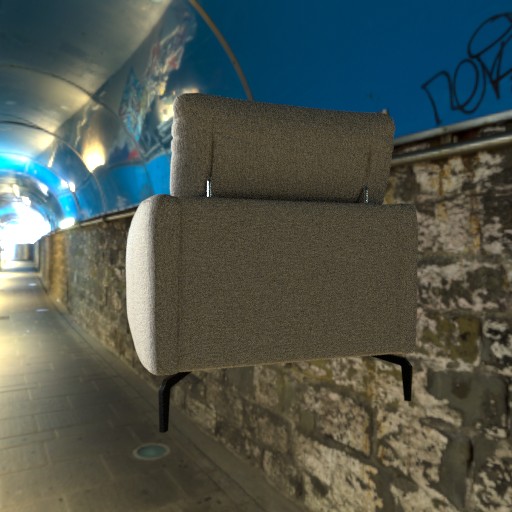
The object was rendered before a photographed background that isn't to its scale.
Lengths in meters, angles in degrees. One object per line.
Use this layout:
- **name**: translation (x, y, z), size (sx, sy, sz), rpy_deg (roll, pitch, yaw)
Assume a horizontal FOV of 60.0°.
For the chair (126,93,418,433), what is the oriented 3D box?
- **chair**: translation (0.000, 0.000, 1.739), size (0.972, 0.967, 0.835), rpy_deg (0, 1, -18)
